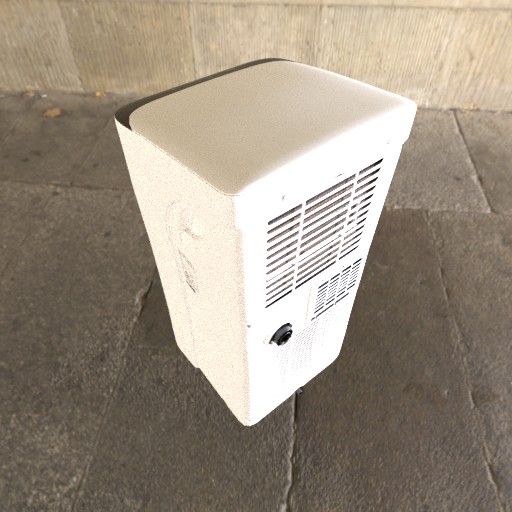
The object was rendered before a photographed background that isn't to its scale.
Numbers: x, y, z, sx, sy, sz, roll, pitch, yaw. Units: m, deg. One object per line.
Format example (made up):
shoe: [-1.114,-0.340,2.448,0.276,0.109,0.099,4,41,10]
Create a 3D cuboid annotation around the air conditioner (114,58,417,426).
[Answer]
air conditioner: [0.000,0.000,0.915,0.352,0.716,0.369,-31,54,-26]
